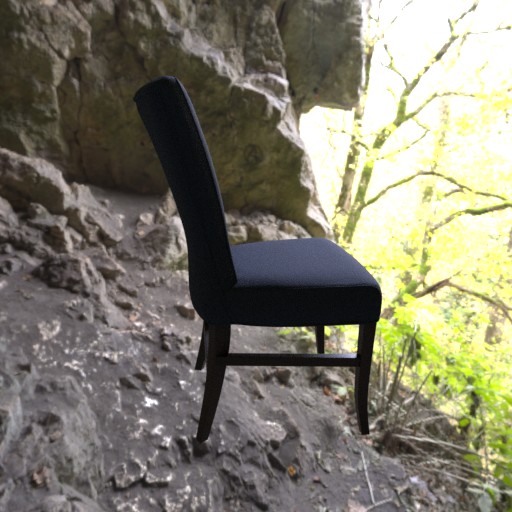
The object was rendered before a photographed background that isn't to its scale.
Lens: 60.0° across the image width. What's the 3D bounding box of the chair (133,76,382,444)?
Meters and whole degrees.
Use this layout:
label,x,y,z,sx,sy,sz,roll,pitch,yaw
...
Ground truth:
label,x,y,z,sx,sy,sz,roll,pitch,yaw
chair,0.000,0.000,1.366,0.660,0.991,0.520,-2,17,-8
